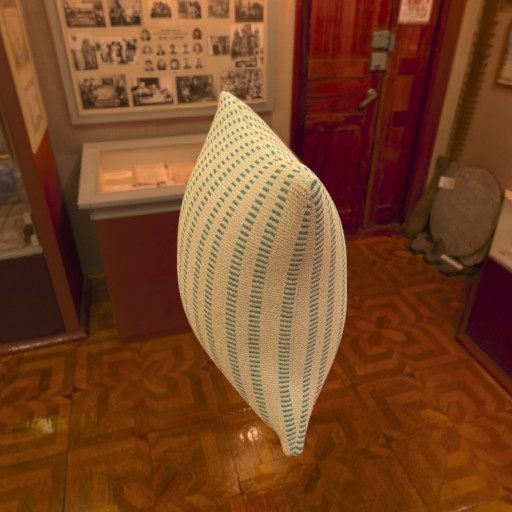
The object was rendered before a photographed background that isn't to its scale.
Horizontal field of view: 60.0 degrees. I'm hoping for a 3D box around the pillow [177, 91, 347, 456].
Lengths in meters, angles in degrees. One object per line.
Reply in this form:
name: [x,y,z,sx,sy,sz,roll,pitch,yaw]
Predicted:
pillow: [0.000,0.000,0.697,0.247,0.419,0.438,-7,32,-12]
